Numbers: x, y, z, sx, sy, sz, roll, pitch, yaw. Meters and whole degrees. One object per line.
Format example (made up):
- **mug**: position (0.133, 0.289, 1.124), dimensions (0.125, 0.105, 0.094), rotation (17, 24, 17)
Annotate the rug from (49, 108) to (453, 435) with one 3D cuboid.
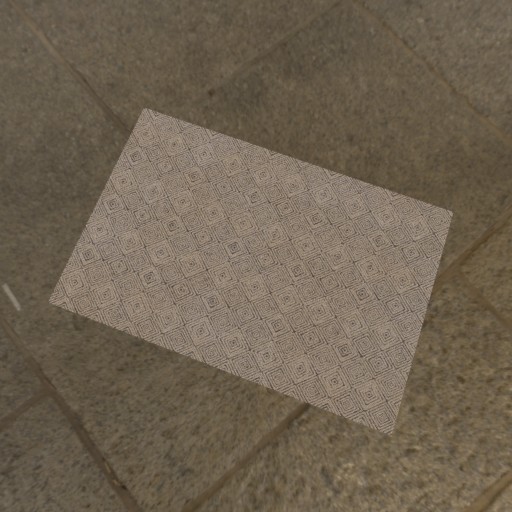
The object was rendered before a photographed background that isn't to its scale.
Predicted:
- **rug**: position (0.000, 0.000, 2.280), dimensions (1.783, 0.008, 1.175), rotation (20, 76, 5)
